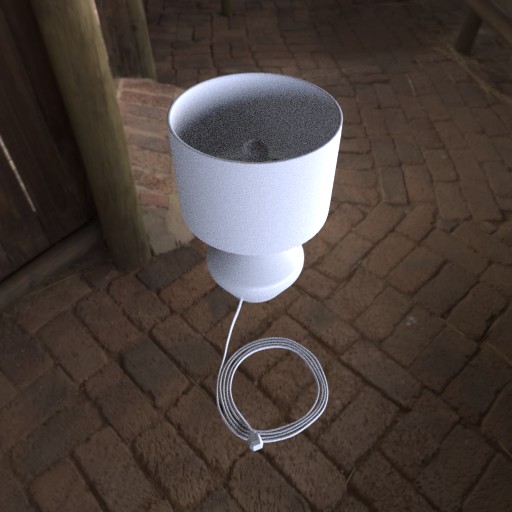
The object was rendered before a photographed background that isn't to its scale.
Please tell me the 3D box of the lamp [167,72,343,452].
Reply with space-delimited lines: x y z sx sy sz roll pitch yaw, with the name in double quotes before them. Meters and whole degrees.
"lamp" 0.000 0.000 0.851 0.401 0.457 0.546 16 49 14
